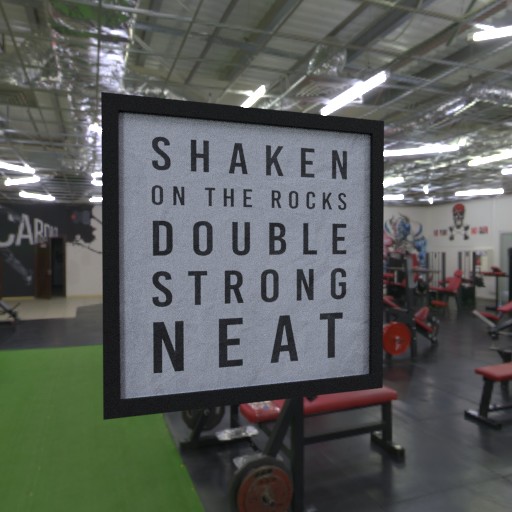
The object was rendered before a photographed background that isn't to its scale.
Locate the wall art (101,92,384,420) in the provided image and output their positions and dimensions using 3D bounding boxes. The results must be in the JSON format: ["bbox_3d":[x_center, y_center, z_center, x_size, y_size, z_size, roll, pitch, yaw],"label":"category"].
[{"bbox_3d":[0.000,0.000,0.696,0.456,0.458,0.013,0,1,-18],"label":"wall art"}]
